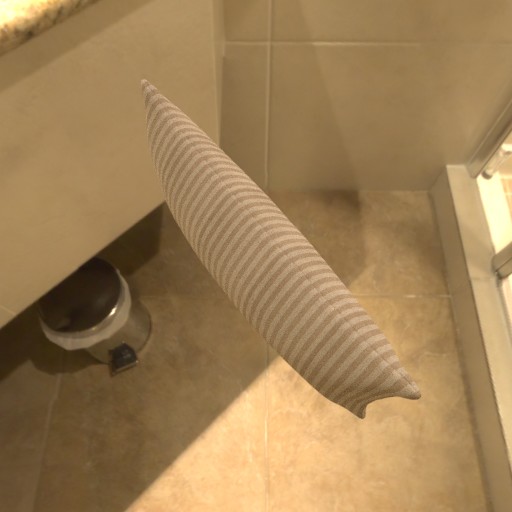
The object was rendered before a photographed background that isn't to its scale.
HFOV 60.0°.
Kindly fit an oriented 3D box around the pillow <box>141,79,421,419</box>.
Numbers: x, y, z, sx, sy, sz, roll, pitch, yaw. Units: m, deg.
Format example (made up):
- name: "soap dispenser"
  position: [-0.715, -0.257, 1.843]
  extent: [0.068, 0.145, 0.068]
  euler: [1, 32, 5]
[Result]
- name: "pillow"
  position: [0.000, 0.000, 0.737]
  extent: [0.151, 0.295, 0.617]
  euler: [-34, 69, -15]
